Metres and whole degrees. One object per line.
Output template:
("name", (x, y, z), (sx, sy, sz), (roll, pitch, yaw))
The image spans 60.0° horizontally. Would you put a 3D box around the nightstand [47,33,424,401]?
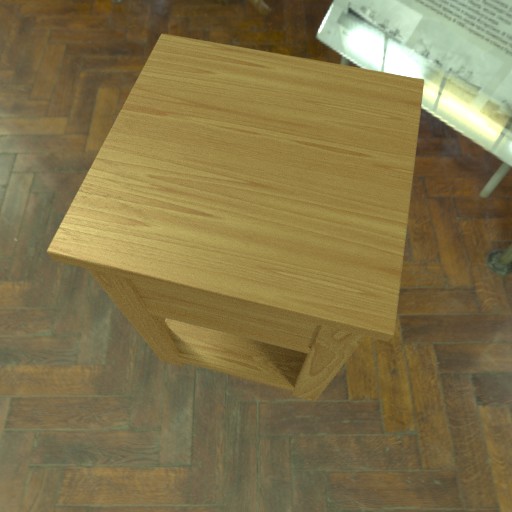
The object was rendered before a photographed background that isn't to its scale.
("nightstand", (0.000, 0.000, 0.885), (0.428, 0.614, 0.418), (13, 64, 6))
